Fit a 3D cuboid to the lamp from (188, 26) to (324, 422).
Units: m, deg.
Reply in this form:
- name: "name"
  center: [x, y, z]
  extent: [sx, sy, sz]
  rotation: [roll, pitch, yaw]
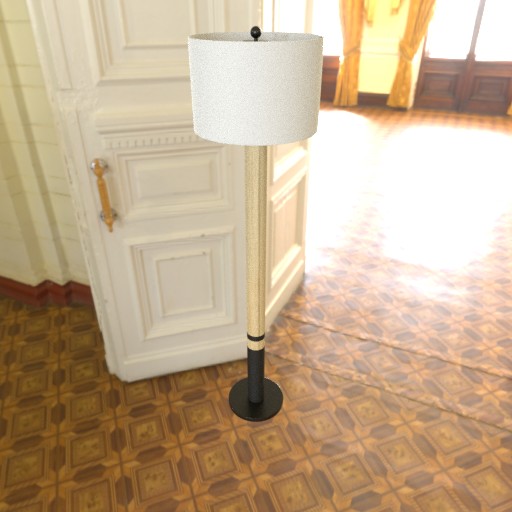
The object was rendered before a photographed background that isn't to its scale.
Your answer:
- name: "lamp"
  center: [0.000, 0.000, 1.603]
  extent: [0.381, 1.478, 0.381]
  rotation: [-11, 32, -18]
